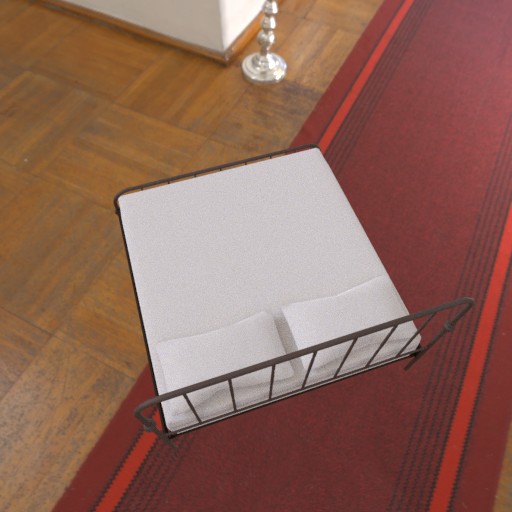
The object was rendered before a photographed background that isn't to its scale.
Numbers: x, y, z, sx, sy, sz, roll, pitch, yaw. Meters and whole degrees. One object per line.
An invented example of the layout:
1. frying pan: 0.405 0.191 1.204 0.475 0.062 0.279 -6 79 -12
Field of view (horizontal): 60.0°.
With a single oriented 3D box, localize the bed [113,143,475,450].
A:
1. bed: 0.000 0.000 3.429 2.044 1.446 2.134 -16 61 -9
